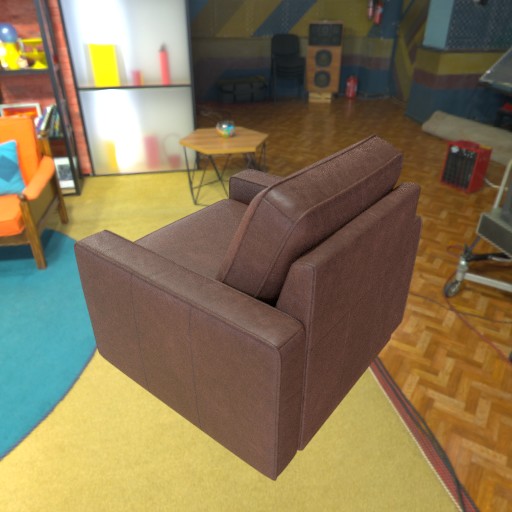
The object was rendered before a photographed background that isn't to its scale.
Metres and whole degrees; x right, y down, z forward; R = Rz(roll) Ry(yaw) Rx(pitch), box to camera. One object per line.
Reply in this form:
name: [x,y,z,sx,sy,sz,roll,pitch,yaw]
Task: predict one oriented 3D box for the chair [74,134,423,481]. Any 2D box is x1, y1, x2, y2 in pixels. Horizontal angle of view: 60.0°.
chair: [0.000,0.000,1.733,0.940,0.919,1.017,22,37,32]
